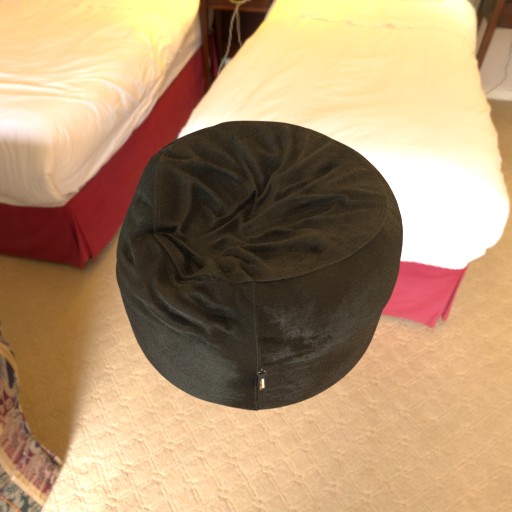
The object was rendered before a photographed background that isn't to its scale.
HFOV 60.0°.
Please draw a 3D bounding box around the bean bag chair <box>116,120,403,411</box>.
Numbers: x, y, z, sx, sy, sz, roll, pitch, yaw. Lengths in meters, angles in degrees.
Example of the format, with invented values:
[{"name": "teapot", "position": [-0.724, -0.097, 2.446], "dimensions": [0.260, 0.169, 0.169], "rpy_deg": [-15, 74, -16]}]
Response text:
[{"name": "bean bag chair", "position": [0.000, 0.000, 1.505], "dimensions": [0.918, 0.605, 0.918], "rpy_deg": [0, 46, 0]}]
